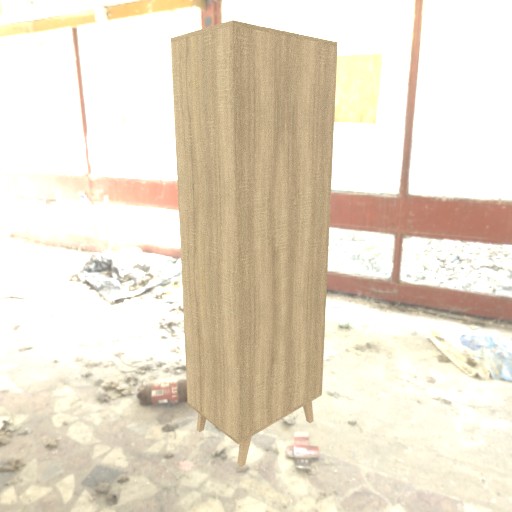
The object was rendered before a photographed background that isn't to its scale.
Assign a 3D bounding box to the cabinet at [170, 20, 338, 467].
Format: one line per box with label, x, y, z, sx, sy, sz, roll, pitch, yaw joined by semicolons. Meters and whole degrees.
cabinet;0.000;0.000;2.077;0.570;1.850;0.400;-14;21;-40
